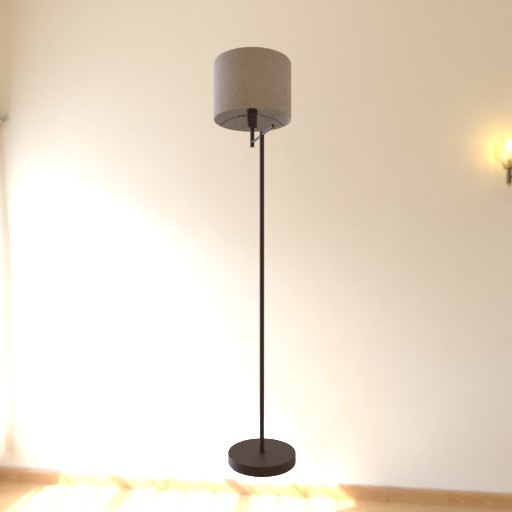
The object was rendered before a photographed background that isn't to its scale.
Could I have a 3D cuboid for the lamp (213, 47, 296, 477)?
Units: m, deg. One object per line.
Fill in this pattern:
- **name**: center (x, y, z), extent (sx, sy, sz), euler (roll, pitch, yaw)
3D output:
- **lamp**: center (0.000, 0.000, 1.807), extent (0.324, 1.600, 0.416), euler (0, 0, -19)
